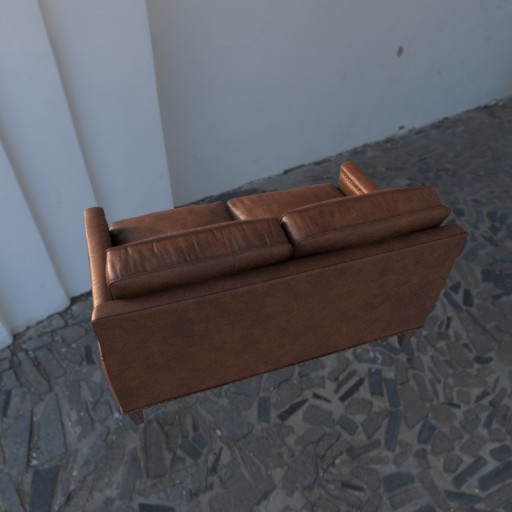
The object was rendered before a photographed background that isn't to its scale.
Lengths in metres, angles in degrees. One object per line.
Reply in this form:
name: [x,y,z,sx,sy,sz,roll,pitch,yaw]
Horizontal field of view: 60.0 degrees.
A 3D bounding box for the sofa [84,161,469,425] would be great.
sofa: [0.000,0.000,2.245,1.628,1.003,1.083,-12,42,-14]
